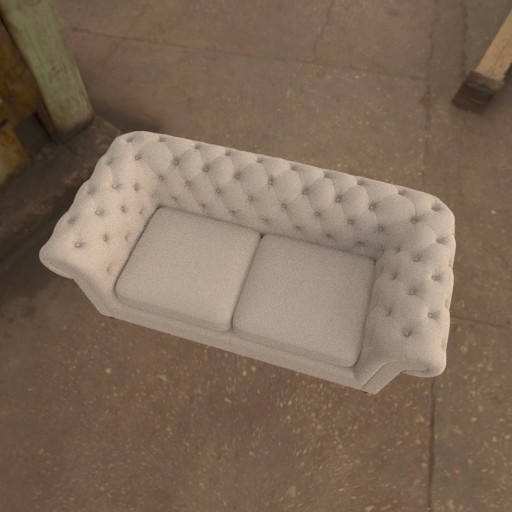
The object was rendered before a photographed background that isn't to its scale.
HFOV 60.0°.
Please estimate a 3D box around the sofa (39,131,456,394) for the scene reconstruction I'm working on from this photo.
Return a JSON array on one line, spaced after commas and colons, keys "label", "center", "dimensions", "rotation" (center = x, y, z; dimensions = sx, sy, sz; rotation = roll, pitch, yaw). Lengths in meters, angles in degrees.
[{"label": "sofa", "center": [0.000, 0.000, 2.510], "dimensions": [1.998, 0.764, 0.986], "rotation": [14, 59, 9]}]
